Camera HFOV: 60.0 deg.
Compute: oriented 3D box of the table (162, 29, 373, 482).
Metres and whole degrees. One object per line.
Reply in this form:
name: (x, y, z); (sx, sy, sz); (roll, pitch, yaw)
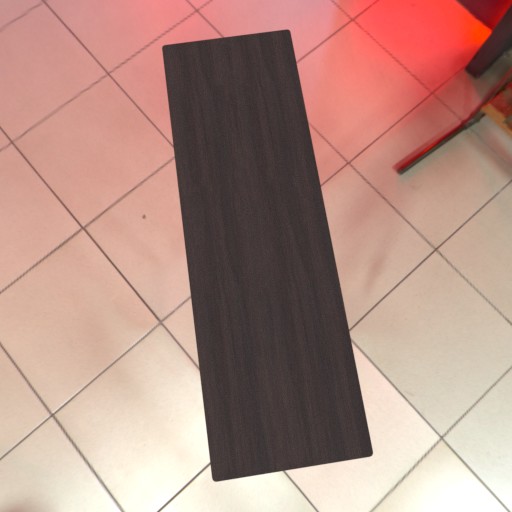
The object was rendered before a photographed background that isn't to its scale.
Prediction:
table: (0.000, 0.000, 1.742); (0.449, 0.750, 1.399); (-8, 77, -2)
